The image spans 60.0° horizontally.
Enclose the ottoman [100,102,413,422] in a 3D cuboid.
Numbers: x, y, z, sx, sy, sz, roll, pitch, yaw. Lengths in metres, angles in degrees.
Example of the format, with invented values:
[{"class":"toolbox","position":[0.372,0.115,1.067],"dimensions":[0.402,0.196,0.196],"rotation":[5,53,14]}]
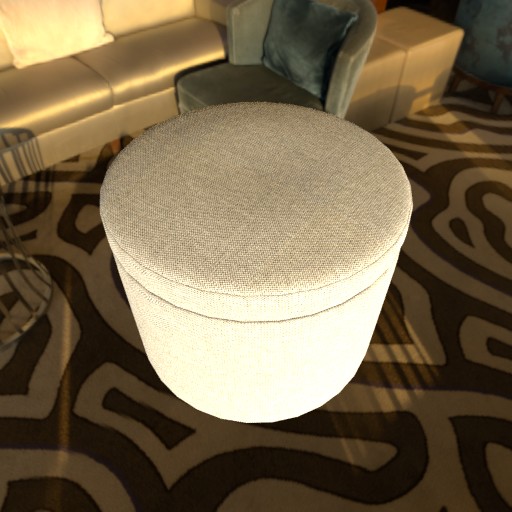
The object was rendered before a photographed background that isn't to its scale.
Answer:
[{"class":"ottoman","position":[0.000,0.000,0.856],"dimensions":[0.500,0.419,0.500],"rotation":[0,47,0]}]
